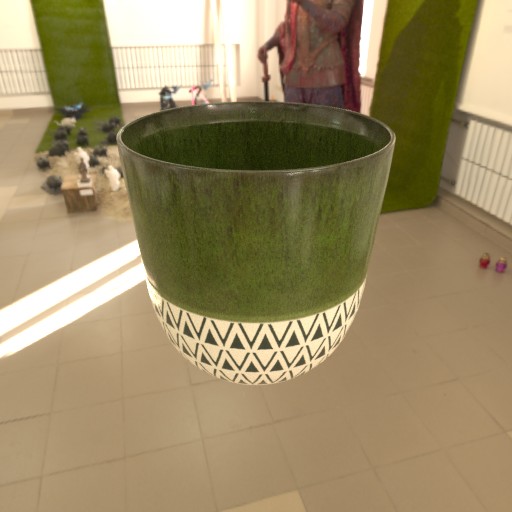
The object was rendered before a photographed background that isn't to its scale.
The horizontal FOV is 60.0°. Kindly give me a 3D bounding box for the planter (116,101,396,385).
[{"bbox_3d":[0.000,0.000,0.469,0.245,0.270,0.245,0,30,0],"label":"planter"}]
